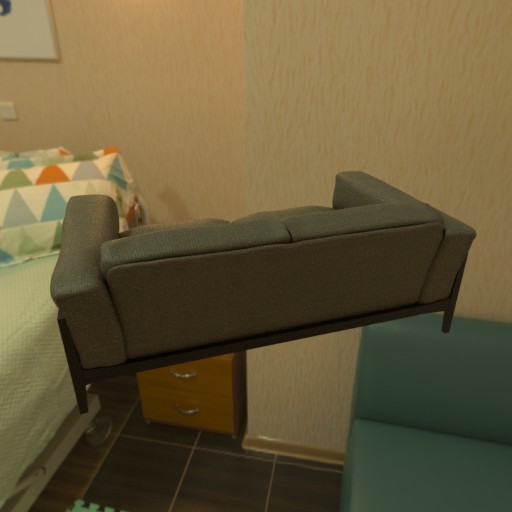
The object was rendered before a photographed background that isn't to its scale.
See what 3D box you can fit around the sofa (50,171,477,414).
[{"bbox_3d":[0.000,0.000,2.128,1.690,0.656,0.960,-8,28,-16],"label":"sofa"}]
